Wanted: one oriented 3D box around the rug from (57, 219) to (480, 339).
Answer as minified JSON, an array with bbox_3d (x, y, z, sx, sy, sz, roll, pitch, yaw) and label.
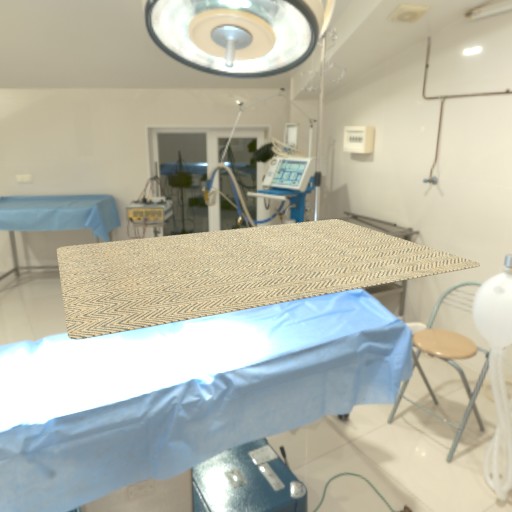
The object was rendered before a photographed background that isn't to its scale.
[{"bbox_3d":[0.000,0.000,2.158,1.752,0.008,1.144,-7,18,-24],"label":"rug"}]
